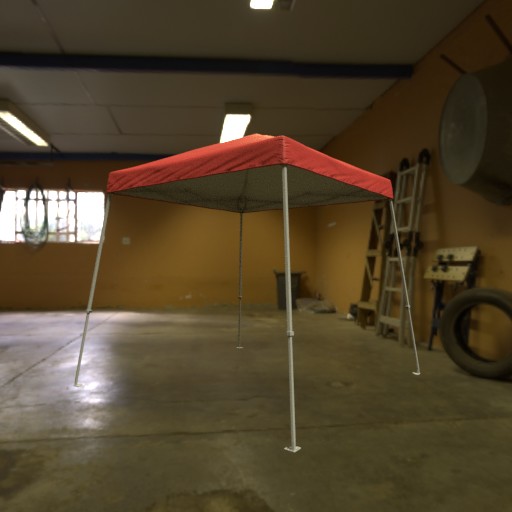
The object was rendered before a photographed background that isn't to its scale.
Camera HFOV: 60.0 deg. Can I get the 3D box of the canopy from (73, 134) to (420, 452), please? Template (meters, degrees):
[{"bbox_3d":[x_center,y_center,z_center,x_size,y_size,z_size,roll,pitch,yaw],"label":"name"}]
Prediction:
[{"bbox_3d":[0.000,0.000,5.140,2.849,2.849,2.848,-1,-1,37],"label":"canopy"}]
